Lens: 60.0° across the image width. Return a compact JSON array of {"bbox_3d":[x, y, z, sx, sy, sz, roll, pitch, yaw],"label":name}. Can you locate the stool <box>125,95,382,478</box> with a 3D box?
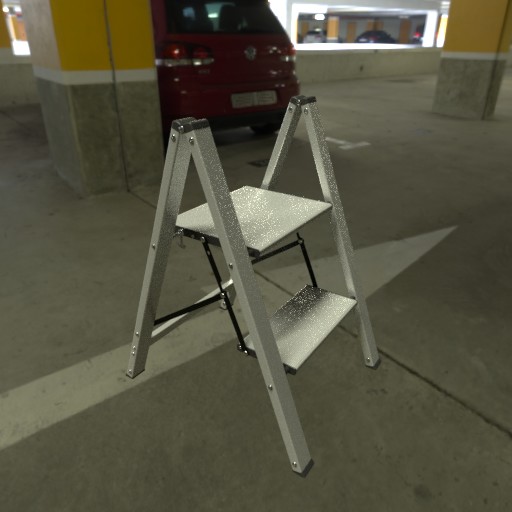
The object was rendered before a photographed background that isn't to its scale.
[{"bbox_3d":[0.000,0.000,1.037,0.535,0.670,0.440,17,31,31],"label":"stool"}]
